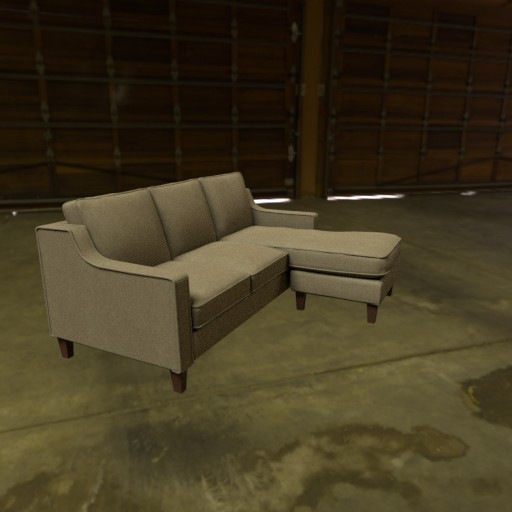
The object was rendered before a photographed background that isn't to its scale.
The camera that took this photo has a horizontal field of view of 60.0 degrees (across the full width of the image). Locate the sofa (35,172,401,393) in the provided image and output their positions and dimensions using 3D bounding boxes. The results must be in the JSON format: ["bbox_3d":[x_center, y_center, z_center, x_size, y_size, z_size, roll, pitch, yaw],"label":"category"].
[{"bbox_3d":[0.000,0.000,3.385,1.858,1.081,2.317,8,17,26],"label":"sofa"}]
